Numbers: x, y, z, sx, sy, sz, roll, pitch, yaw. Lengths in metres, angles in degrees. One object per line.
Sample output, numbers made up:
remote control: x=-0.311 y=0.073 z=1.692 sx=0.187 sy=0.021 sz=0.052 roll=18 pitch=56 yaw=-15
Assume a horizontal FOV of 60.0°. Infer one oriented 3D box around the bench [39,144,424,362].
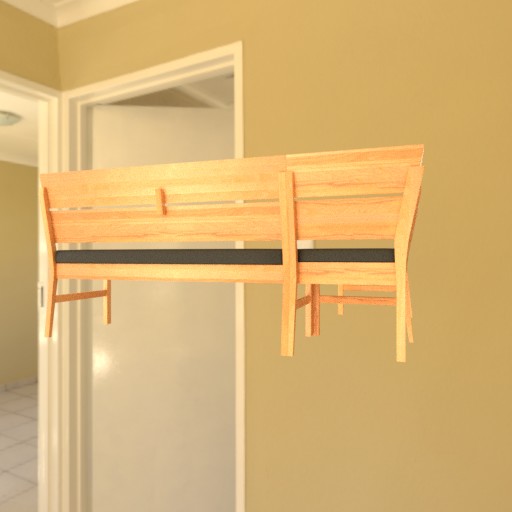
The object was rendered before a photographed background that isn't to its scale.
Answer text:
bench: x=0.000 y=0.000 z=2.804 sx=1.948 sy=0.890 sz=1.548 roll=0 pitch=0 yaw=19
